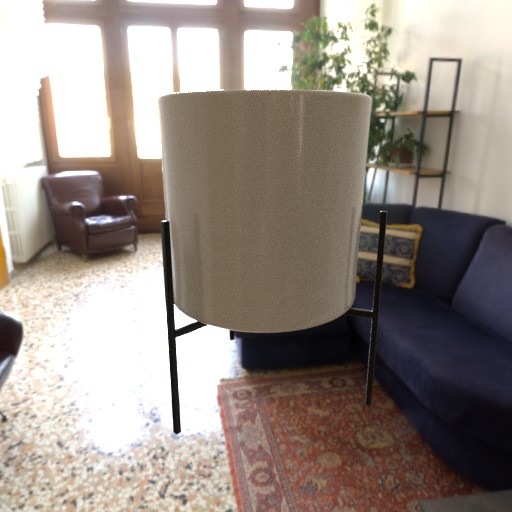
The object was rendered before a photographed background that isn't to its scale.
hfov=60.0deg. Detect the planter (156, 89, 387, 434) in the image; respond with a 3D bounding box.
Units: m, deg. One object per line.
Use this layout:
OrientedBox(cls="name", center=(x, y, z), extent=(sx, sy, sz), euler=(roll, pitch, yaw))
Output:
OrientedBox(cls="planter", center=(0.000, 0.000, 0.637), extent=(0.307, 0.431, 0.308), euler=(15, 22, 42))
